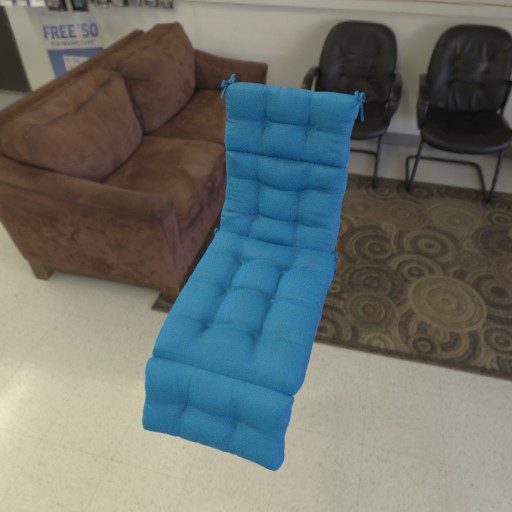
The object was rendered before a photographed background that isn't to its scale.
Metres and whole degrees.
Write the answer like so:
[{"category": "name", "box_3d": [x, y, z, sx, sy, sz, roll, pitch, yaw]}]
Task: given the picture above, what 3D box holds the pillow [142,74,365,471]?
[{"category": "pillow", "box_3d": [0.000, 0.000, 1.508, 0.526, 0.863, 1.016, 12, 43, 13]}]
